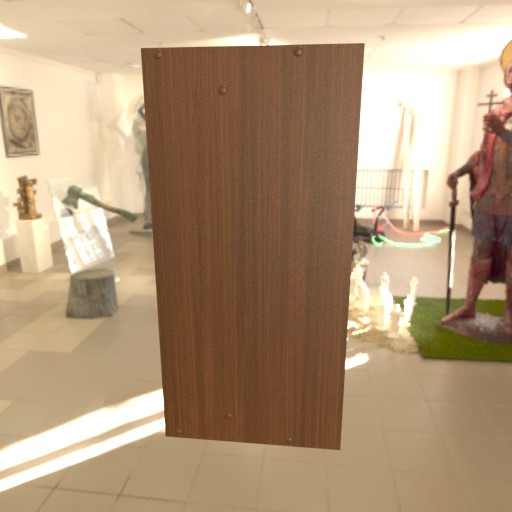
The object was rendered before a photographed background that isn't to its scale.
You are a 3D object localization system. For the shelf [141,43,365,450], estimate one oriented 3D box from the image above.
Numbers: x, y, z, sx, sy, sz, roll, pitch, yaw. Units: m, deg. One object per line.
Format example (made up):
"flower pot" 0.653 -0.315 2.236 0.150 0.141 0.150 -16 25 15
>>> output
"shelf" 0.000 0.000 0.718 0.290 0.600 0.147 2 16 6
